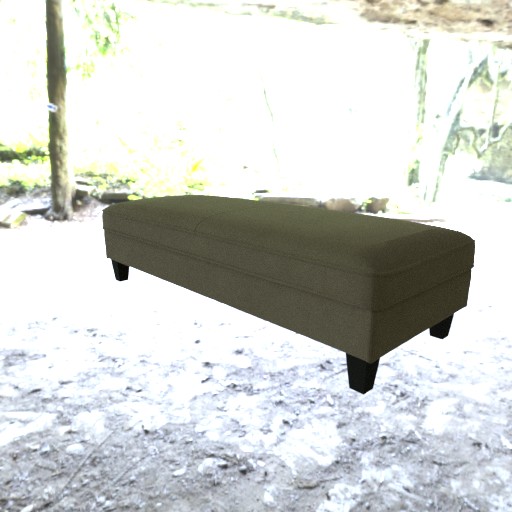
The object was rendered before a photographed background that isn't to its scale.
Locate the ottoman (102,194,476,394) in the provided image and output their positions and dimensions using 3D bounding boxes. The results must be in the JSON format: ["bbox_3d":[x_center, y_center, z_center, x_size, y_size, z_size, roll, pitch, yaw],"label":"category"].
[{"bbox_3d":[0.000,0.000,2.065,0.735,0.460,1.726,-13,19,-42],"label":"ottoman"}]
